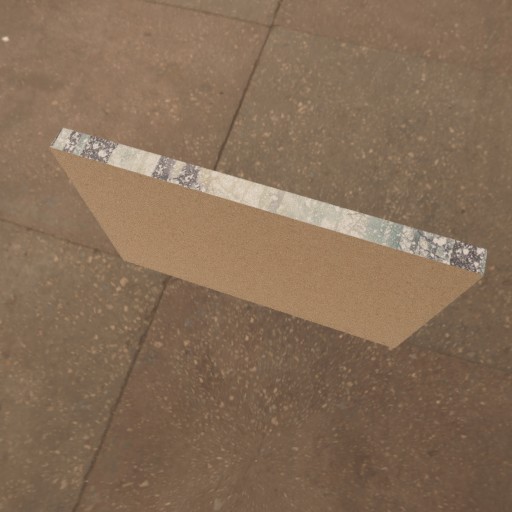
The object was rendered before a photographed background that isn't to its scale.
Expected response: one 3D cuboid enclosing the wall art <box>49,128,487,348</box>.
[{"bbox_3d":[0.000,0.000,0.785,0.618,0.398,0.042,18,66,8],"label":"wall art"}]
